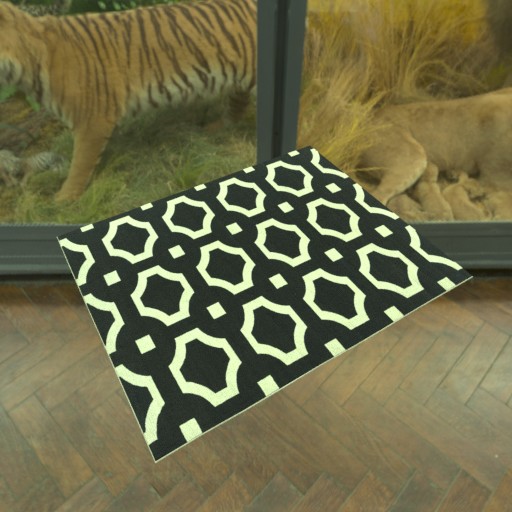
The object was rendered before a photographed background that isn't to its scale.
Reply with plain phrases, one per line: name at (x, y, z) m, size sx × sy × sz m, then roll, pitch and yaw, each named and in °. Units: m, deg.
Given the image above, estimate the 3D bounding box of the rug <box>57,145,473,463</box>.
rug at (0.000, 0.000, 4.144) m, size 3.049 × 0.021 × 2.466 m, roll -24°, pitch 51°, yaw -21°
